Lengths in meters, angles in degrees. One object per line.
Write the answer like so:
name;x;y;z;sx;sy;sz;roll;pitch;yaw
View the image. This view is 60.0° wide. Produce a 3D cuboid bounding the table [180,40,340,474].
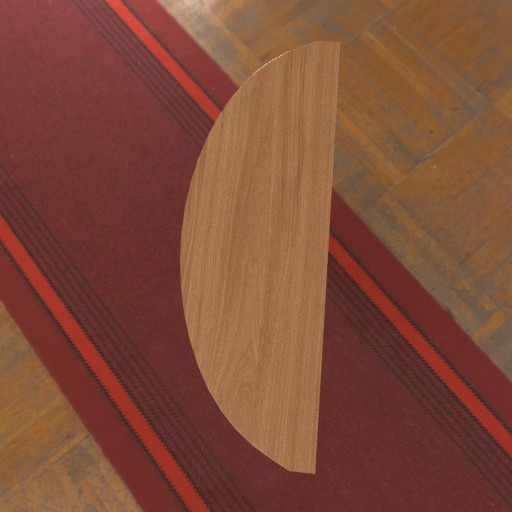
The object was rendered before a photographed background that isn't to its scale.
table;0.000;0.000;1.528;0.394;0.692;1.198;5;76;1
